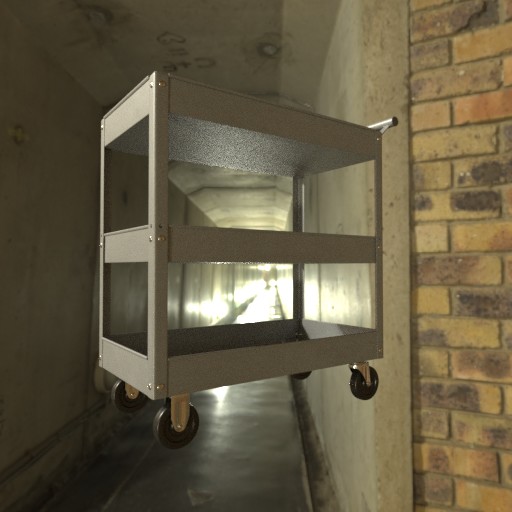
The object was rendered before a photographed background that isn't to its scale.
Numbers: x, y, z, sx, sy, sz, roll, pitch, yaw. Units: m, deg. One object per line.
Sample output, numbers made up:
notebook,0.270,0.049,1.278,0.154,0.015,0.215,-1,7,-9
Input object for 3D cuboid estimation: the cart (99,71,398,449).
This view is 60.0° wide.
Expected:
cart,0.000,0.000,1.175,0.719,0.780,0.366,1,-2,-35
